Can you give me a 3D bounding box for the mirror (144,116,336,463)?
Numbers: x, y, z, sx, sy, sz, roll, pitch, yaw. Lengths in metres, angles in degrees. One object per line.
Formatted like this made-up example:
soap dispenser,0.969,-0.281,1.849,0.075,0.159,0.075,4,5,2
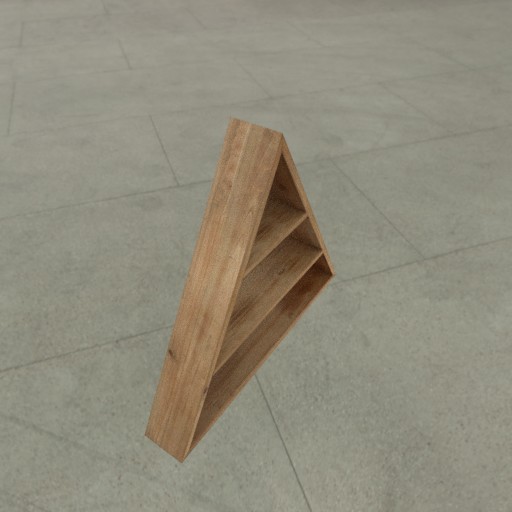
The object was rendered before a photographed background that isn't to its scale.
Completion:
mirror,0.000,0.000,0.871,0.100,0.548,0.631,25,48,25
